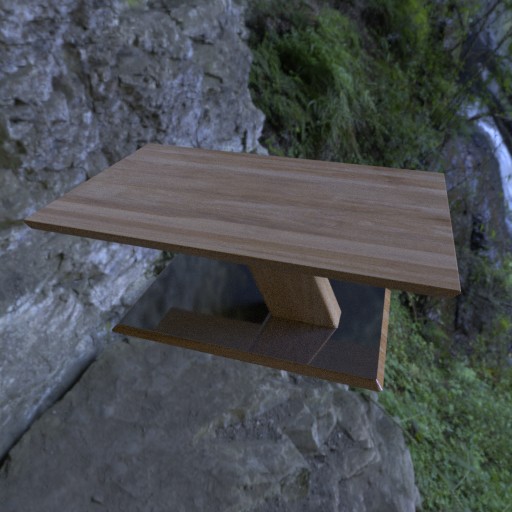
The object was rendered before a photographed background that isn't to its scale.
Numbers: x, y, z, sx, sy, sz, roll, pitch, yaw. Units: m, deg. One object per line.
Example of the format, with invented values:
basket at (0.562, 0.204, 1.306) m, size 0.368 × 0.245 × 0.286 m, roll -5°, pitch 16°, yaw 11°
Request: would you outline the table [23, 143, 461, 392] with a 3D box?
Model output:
table at (0.000, 0.000, 1.452) m, size 1.100 × 0.441 × 0.692 m, roll 9°, pitch 33°, yaw 14°
